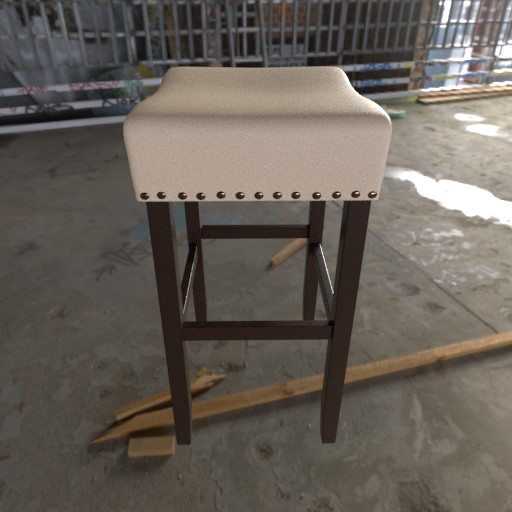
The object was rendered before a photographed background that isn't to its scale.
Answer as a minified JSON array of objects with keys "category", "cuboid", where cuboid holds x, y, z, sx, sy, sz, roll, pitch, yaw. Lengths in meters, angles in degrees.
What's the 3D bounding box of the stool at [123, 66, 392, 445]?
[{"category":"stool","cuboid":[0.000,0.000,1.032,0.401,0.762,0.471,0,32,-1]}]
